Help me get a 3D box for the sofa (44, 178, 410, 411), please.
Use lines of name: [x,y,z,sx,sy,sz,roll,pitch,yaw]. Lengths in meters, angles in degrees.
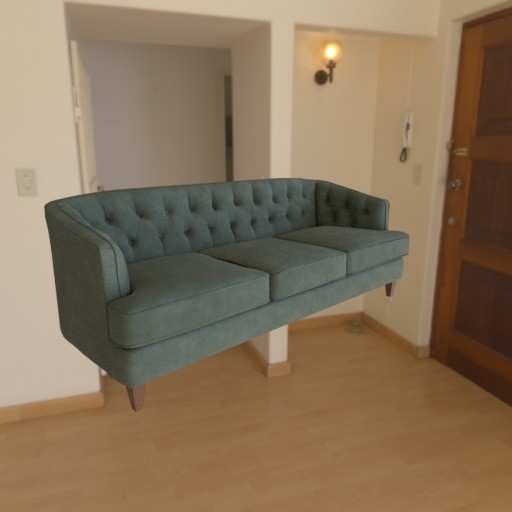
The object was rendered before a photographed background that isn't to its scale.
sofa: [0.000,0.000,2.750,2.278,0.855,0.941,-13,19,-43]
